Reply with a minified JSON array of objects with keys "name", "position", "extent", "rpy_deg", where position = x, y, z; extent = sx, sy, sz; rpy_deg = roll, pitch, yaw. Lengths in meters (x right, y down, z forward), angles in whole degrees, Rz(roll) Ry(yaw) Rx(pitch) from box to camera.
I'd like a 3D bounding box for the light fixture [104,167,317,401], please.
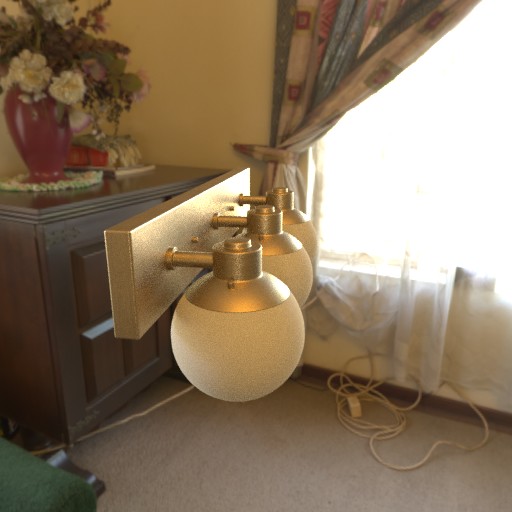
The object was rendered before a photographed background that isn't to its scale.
[{"name":"light fixture","position":[0.000,0.000,0.847],"extent":[0.218,0.263,0.721],"rpy_deg":[3,17,9]}]
